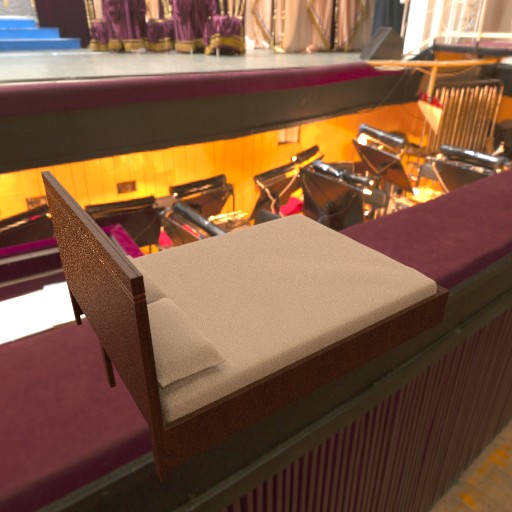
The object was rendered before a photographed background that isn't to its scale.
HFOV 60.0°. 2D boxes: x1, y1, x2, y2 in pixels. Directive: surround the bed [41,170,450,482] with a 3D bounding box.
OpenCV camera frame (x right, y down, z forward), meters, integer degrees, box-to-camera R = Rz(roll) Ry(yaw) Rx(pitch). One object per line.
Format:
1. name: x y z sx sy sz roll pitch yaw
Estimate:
1. bed: 0.000 0.000 3.057 2.221 1.169 1.613 -18 33 -30
